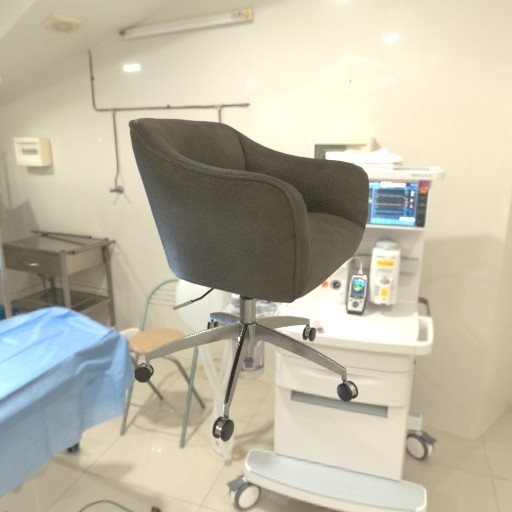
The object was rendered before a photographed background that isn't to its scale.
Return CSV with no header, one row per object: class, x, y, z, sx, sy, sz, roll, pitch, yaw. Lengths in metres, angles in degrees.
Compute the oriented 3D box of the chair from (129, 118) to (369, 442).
chair,0.000,0.000,1.382,0.689,0.827,0.713,7,17,25
